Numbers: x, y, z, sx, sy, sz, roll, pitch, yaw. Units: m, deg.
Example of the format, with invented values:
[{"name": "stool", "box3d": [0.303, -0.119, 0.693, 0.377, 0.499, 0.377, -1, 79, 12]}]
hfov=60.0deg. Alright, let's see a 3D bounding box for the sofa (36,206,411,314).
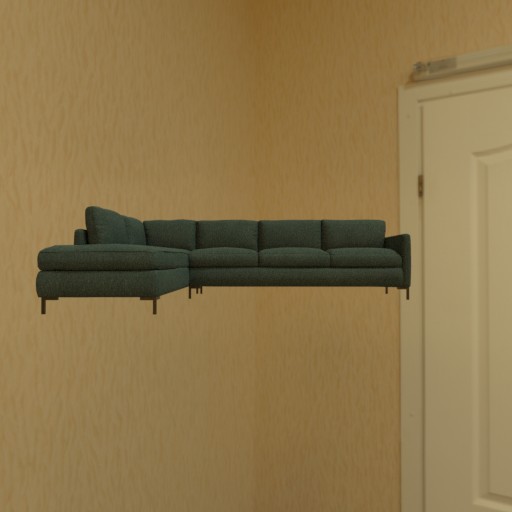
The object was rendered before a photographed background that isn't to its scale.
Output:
[{"name": "sofa", "box3d": [0.000, 0.000, 3.938, 2.949, 0.815, 2.007, 0, -1, 1]}]
